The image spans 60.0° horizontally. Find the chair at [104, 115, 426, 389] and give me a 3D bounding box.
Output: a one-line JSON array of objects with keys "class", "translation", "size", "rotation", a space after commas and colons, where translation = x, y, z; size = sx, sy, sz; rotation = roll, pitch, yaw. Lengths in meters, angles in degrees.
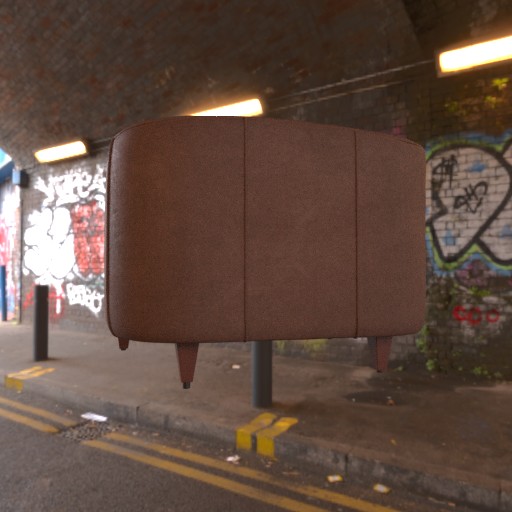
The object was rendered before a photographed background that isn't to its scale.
[{"class": "chair", "translation": [0.000, 0.000, 1.715], "size": [1.118, 0.787, 0.914], "rotation": [0, -2, -18]}]
